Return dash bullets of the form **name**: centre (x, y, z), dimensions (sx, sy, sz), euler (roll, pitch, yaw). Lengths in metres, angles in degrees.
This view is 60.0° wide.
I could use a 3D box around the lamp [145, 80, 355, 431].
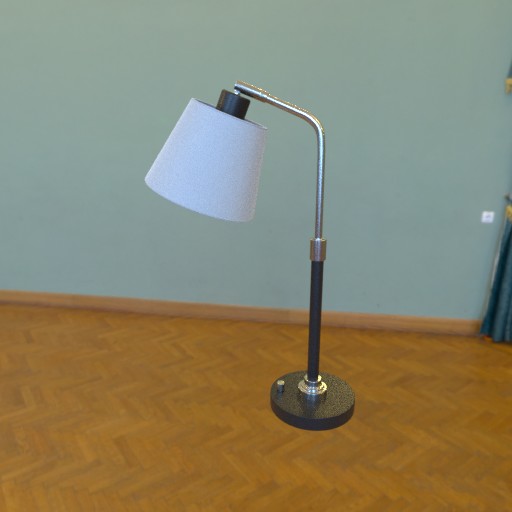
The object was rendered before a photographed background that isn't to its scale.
- **lamp**: centre (0.000, 0.000, 0.725), dimensions (0.348, 0.539, 0.181), euler (2, 16, 8)
